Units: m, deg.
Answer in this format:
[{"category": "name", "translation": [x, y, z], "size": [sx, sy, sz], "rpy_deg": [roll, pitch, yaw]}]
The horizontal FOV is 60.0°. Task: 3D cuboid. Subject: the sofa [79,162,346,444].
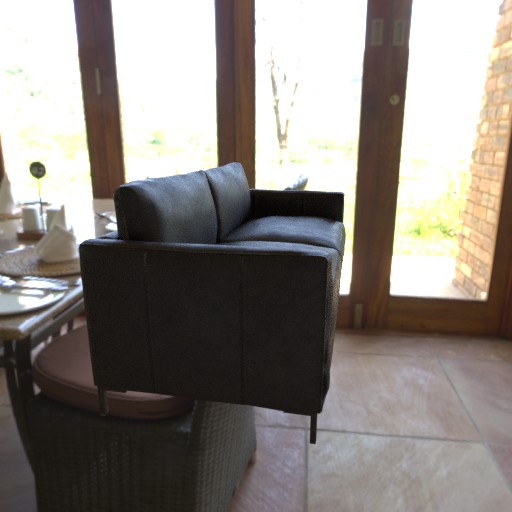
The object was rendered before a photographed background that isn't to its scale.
[{"category": "sofa", "translation": [0.000, 0.000, 2.311], "size": [0.947, 0.883, 1.805], "rpy_deg": [3, 15, 10]}]
